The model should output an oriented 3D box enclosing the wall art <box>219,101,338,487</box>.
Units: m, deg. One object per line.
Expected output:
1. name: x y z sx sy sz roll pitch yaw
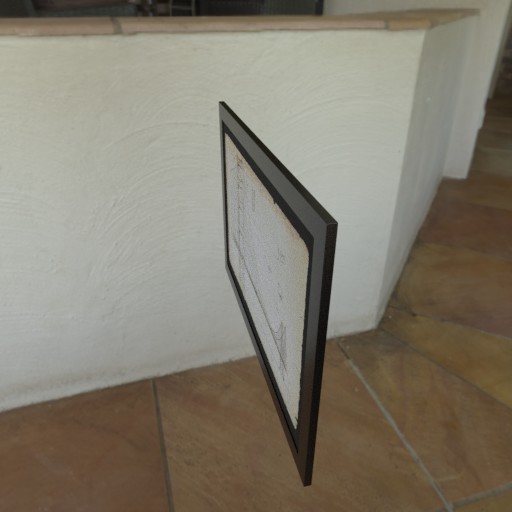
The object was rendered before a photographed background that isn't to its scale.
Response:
1. wall art: 0.000 0.000 0.847 0.013 0.447 0.660 -7 31 -12
